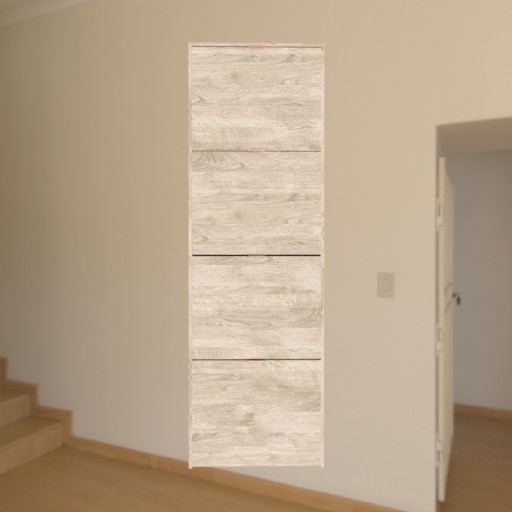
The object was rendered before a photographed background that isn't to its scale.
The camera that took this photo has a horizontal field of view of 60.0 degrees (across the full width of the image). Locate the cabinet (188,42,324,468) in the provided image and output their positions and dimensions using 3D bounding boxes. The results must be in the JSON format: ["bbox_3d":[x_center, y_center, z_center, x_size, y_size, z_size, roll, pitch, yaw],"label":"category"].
[{"bbox_3d":[0.000,0.000,1.809,0.520,1.630,0.250,0,0,-1],"label":"cabinet"}]
